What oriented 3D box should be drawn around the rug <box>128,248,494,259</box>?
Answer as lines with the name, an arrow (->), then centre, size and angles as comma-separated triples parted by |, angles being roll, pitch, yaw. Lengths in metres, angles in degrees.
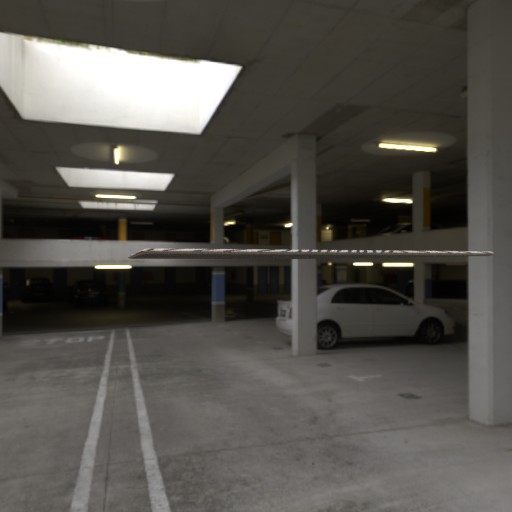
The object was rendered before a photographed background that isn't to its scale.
rug -> 0.000, 0.000, 2.291 | 1.237, 0.019, 1.842 | 0, -1, -17
